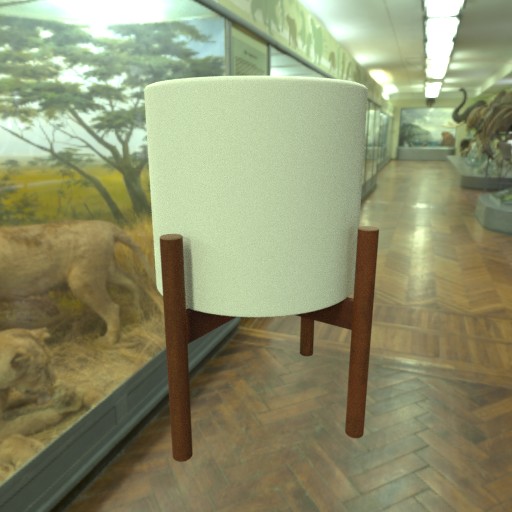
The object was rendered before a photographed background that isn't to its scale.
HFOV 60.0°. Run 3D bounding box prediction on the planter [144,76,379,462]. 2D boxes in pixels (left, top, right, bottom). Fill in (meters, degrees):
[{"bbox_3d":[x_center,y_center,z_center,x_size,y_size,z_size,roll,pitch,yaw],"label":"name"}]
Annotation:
[{"bbox_3d":[0.000,0.000,0.504,0.224,0.358,0.224,-3,16,-10],"label":"planter"}]
